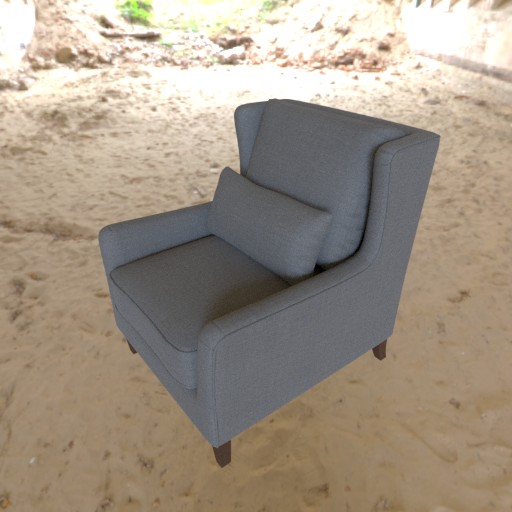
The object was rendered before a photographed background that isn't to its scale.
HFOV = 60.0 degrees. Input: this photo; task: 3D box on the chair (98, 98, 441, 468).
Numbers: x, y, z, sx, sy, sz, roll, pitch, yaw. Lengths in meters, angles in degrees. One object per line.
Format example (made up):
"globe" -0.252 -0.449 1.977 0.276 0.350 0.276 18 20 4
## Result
"chair" 0.000 0.000 1.789 1.040 1.056 0.866 -21 36 -32
